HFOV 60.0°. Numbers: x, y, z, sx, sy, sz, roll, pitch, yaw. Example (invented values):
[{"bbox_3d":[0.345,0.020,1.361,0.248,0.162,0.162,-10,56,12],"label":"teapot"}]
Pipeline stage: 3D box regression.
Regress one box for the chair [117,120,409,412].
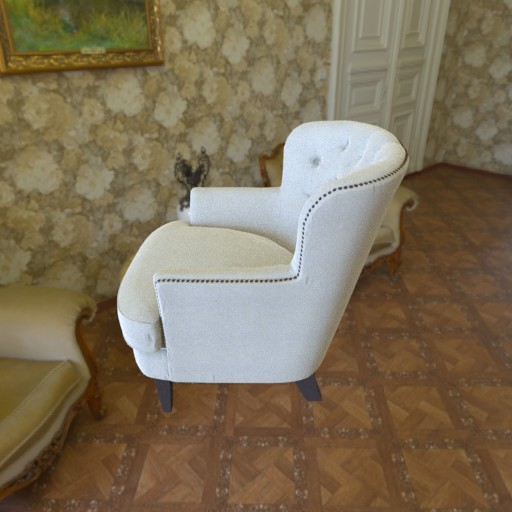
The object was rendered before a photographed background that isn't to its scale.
[{"bbox_3d":[0.000,0.000,1.593,0.906,0.868,0.848,0,27,0],"label":"chair"}]
